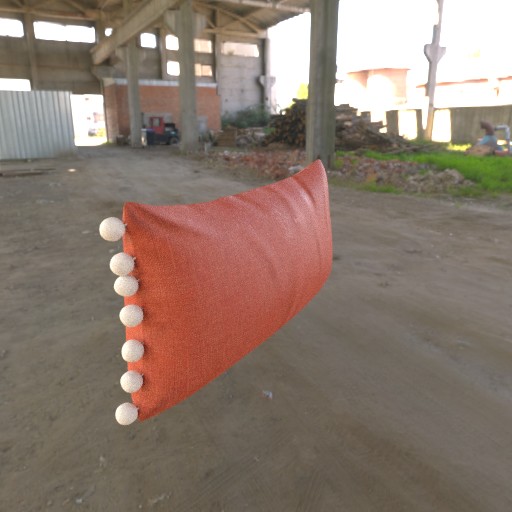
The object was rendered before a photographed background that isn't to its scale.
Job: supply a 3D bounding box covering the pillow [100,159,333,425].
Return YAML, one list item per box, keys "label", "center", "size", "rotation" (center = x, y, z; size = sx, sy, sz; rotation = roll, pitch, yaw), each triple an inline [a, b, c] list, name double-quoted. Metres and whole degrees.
- label: "pillow"
  center: [0.000, 0.000, 0.840]
  size: [0.201, 0.322, 0.709]
  rotation: [9, 18, 28]
